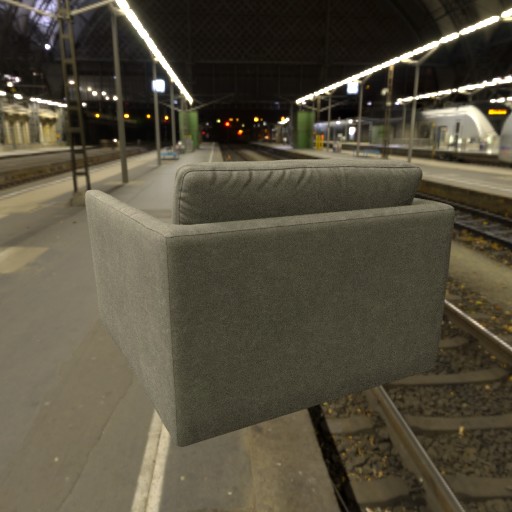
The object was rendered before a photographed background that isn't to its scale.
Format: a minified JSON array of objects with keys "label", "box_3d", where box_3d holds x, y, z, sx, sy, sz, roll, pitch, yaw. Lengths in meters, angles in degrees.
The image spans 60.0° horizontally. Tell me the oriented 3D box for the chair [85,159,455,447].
[{"label":"chair","box_3d":[0.000,0.000,1.841,1.190,0.845,1.091,-7,17,-25]}]
